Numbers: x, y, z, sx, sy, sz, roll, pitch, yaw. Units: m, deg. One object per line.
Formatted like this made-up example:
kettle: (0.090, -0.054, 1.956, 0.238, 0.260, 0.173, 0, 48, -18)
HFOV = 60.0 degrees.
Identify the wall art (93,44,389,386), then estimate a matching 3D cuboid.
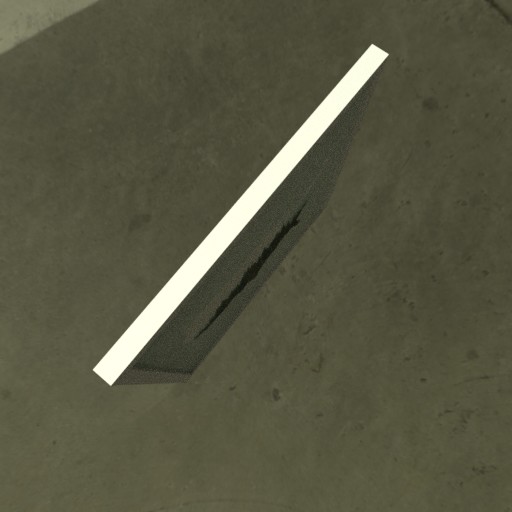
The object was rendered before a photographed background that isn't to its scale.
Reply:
wall art: (0.000, 0.000, 1.124, 0.038, 0.762, 0.762, 37, 78, 10)
